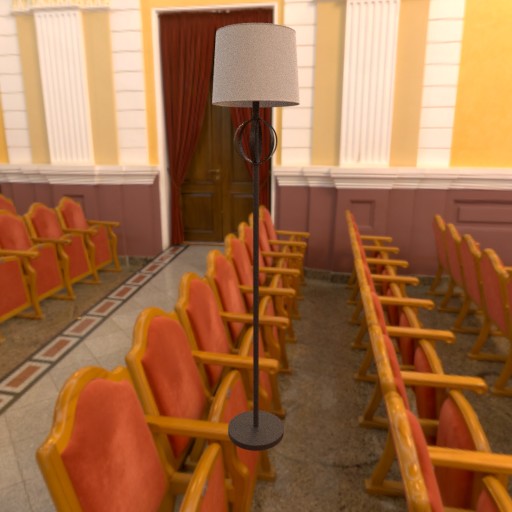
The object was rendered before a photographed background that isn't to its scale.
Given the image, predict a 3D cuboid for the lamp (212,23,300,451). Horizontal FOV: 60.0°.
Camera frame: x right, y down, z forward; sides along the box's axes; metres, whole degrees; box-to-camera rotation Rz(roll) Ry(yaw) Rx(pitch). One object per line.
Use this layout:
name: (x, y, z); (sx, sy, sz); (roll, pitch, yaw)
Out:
lamp: (0.000, 0.000, 1.592); (0.286, 1.462, 0.286); (2, 15, 9)
